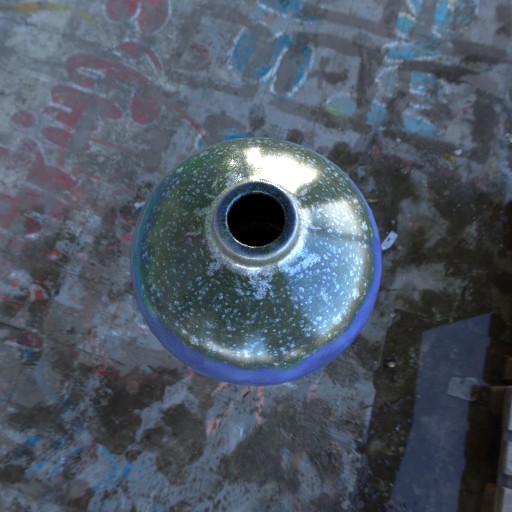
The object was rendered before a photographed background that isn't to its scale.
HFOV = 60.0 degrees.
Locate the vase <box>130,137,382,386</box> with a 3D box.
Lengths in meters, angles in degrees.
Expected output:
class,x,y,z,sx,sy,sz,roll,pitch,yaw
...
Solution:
class,x,y,z,sx,sy,sz,roll,pitch,yaw
vase,0.000,0.000,0.272,0.154,0.133,0.154,0,75,0
